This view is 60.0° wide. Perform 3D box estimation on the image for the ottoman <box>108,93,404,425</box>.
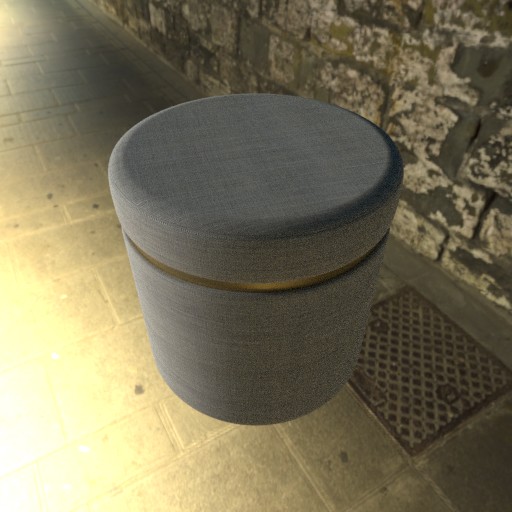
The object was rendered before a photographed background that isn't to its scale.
[{"bbox_3d":[0.000,0.000,0.735,0.400,0.406,0.400,0,41,0],"label":"ottoman"}]
